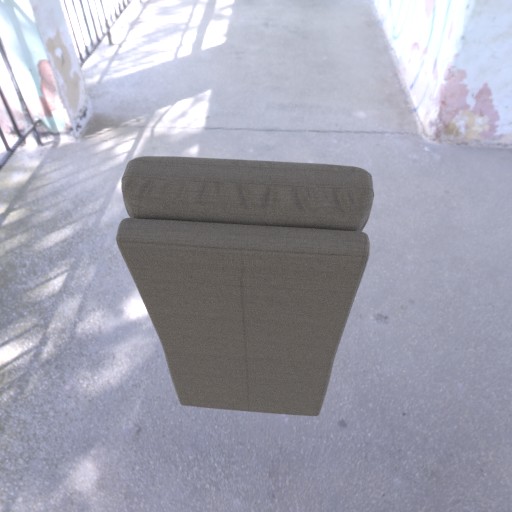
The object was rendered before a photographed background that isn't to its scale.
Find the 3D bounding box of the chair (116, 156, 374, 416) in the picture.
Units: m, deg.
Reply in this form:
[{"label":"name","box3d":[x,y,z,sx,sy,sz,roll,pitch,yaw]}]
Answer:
[{"label":"chair","box3d":[0.000,0.000,1.328,0.503,0.927,0.698,4,47,3]}]
